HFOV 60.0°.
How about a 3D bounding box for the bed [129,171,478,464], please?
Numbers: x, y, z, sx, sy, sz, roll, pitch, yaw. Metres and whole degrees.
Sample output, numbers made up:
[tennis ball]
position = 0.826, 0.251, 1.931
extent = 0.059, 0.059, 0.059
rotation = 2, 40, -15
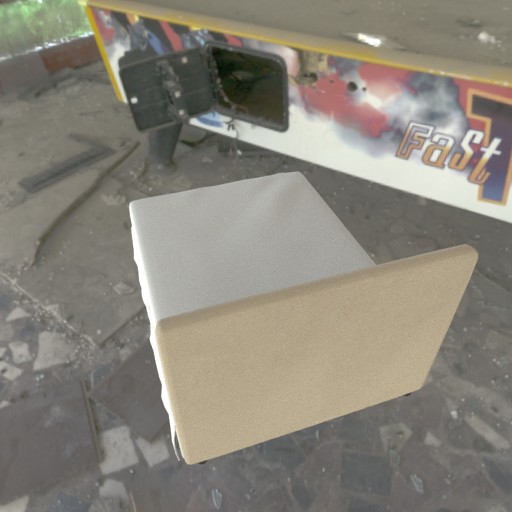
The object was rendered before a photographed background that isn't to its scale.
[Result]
[bed]
position = 0.000, 0.000, 3.213
extent = 1.723, 1.330, 2.142
rotation = -13, 43, -14
